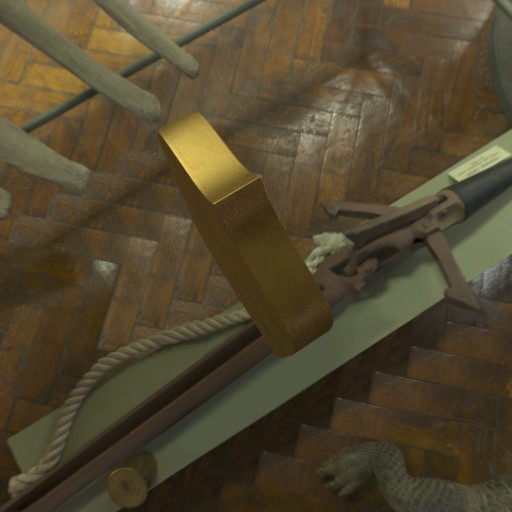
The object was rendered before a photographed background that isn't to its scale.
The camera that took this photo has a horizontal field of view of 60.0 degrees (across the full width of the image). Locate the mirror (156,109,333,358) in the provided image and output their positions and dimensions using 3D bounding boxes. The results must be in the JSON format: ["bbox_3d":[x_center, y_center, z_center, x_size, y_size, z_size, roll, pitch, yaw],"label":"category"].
[{"bbox_3d":[0.000,0.000,0.722,0.096,0.613,0.323,-32,78,-7],"label":"mirror"}]
